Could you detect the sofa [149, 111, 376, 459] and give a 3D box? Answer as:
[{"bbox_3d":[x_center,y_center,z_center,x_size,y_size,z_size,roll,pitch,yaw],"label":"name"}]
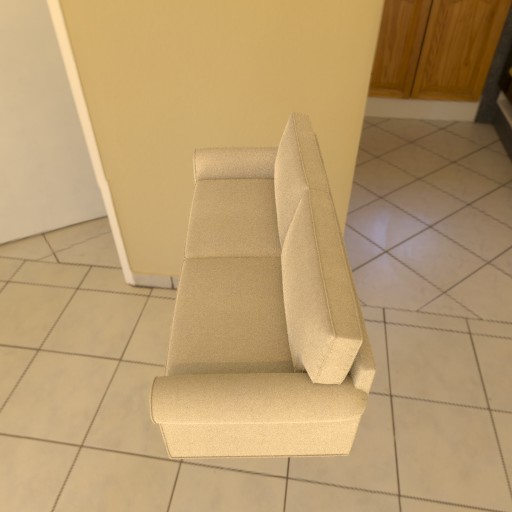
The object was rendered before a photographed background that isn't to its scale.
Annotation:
[{"bbox_3d":[0.000,0.000,2.624,0.901,0.962,2.146,-1,42,-1],"label":"sofa"}]
